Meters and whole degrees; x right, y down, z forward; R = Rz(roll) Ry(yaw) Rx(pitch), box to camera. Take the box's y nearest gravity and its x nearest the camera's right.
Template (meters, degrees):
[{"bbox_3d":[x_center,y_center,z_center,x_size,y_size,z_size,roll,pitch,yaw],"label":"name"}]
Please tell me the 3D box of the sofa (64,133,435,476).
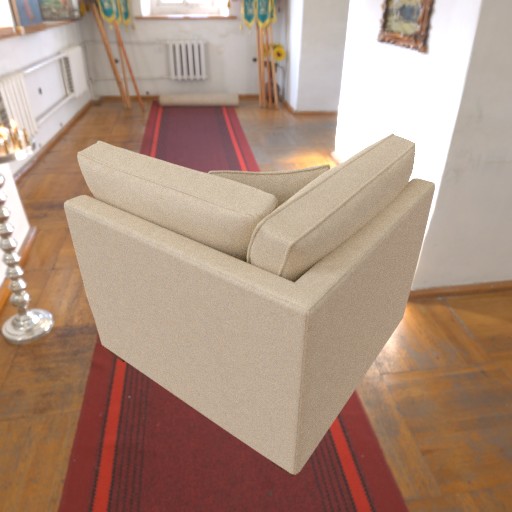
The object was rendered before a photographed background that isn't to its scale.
[{"bbox_3d":[0.000,0.000,1.970,1.146,1.002,1.084,22,39,30],"label":"sofa"}]
